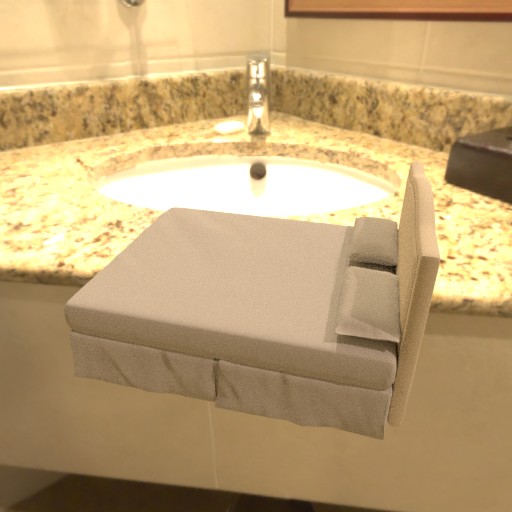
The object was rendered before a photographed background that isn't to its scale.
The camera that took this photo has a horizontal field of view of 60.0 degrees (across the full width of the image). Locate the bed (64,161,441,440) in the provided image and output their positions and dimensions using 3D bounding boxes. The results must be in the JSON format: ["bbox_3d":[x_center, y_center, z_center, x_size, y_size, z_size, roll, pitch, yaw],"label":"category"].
[{"bbox_3d":[0.000,0.000,3.625,2.477,1.437,1.977,8,30,13],"label":"bed"}]
